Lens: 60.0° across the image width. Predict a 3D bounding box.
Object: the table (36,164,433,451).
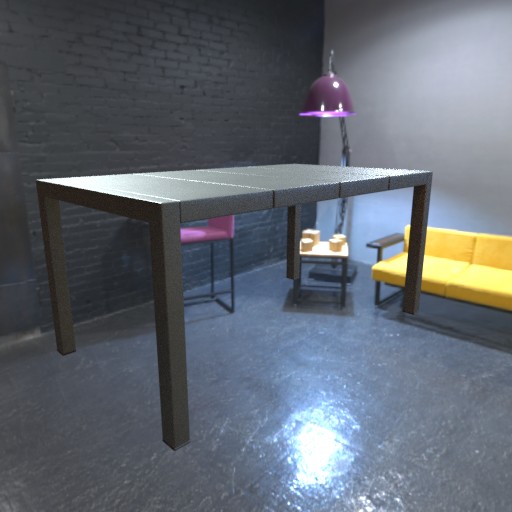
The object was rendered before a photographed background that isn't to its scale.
[{"bbox_3d":[0.000,0.000,1.275,0.965,0.460,0.559,-14,21,-42],"label":"table"}]
